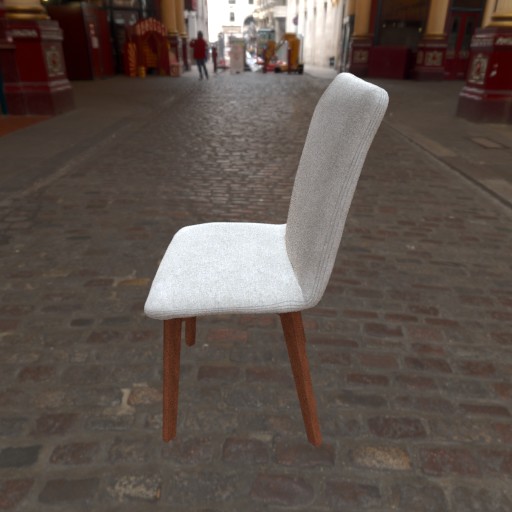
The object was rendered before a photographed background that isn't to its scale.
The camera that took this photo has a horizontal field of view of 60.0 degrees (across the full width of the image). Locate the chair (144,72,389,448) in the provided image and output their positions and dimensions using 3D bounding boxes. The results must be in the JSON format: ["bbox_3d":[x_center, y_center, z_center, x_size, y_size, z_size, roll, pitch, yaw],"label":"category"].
[{"bbox_3d":[0.000,0.000,1.294,0.563,0.974,0.522,0,26,0],"label":"chair"}]
